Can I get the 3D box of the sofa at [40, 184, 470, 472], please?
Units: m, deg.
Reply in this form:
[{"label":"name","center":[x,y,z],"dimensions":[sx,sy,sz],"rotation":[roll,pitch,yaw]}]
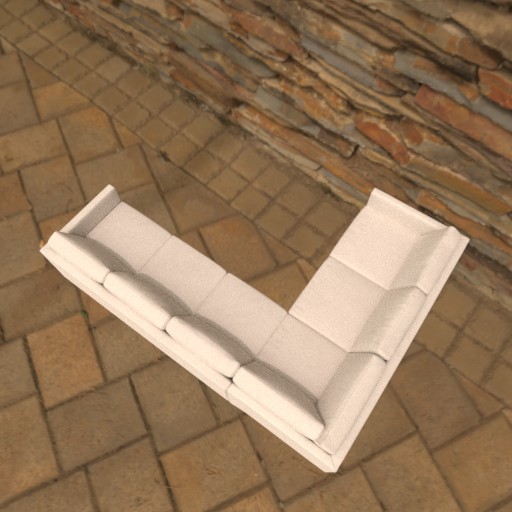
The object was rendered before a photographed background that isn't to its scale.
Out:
[{"label":"sofa","center":[0.000,0.000,4.310],"dimensions":[3.182,0.863,2.432],"rotation":[33,68,15]}]
